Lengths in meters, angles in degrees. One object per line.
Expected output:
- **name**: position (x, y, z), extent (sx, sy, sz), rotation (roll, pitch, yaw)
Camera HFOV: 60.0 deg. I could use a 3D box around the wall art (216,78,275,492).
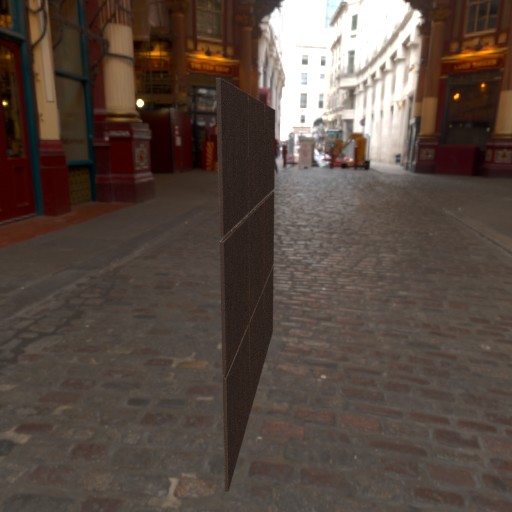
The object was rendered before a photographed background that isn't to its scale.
- **wall art**: position (0.000, 0.000, 2.283), extent (0.014, 1.525, 1.527), rotation (2, 15, 8)
